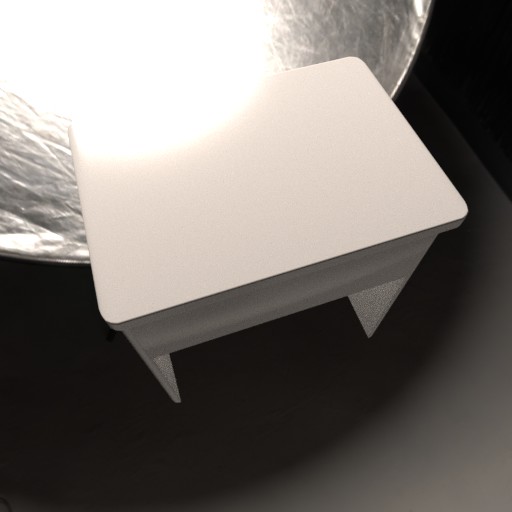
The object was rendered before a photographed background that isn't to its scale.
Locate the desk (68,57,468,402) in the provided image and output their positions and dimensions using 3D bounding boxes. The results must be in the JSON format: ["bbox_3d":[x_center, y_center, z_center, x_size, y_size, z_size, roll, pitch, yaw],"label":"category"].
[{"bbox_3d":[0.000,0.000,1.322,0.762,0.800,0.549,-16,61,-9],"label":"desk"}]
